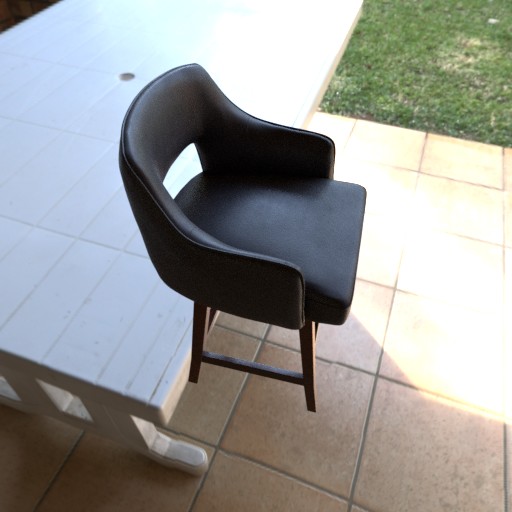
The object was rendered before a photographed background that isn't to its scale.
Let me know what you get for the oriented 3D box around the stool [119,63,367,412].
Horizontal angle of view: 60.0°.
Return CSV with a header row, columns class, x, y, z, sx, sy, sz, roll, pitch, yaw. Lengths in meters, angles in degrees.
class,x,y,z,sx,sy,sz,roll,pitch,yaw
stool,0.000,0.000,1.285,0.560,0.936,0.550,11,48,10
